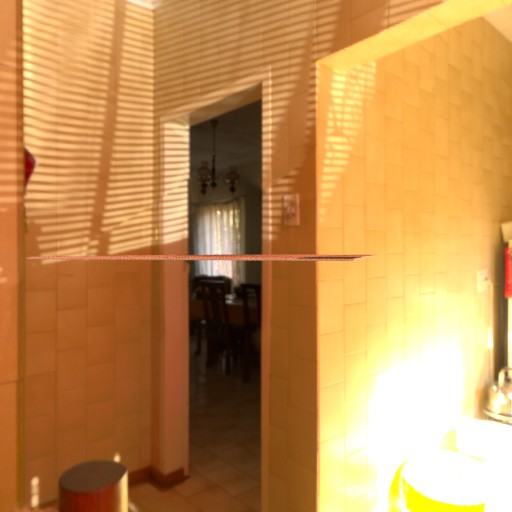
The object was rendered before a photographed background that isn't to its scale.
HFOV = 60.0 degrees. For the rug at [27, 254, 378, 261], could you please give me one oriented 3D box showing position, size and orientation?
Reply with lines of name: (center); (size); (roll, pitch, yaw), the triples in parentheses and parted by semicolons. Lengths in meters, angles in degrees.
rug: (0.000, 0.000, 3.026); (1.521, 0.015, 2.436); (0, 0, 17)
